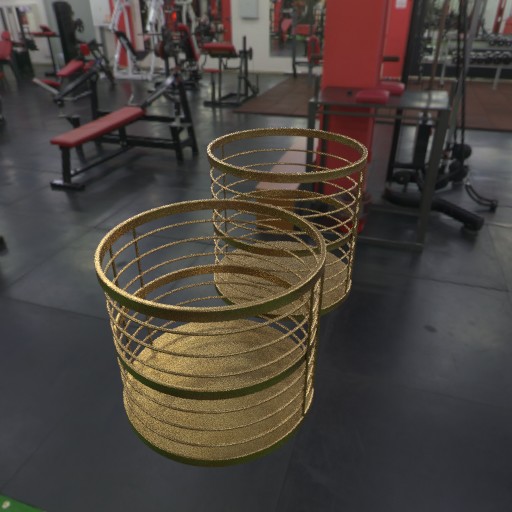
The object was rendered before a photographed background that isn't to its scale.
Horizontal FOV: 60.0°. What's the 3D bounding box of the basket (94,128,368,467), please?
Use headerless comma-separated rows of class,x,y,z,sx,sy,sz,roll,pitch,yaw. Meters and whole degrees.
basket,0.000,0.000,0.919,0.356,0.351,0.746,11,31,18
